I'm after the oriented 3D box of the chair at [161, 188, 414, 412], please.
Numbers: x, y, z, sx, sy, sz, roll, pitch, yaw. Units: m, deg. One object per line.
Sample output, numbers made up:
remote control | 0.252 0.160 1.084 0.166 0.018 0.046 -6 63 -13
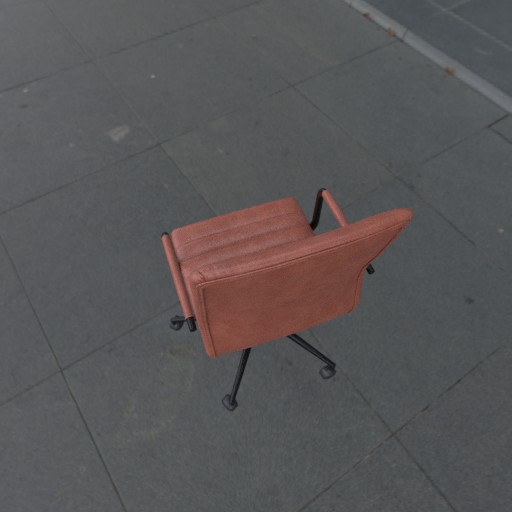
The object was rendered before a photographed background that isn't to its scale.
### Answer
chair | 0.000 0.000 1.239 0.600 0.878 0.578 -17 59 -10
